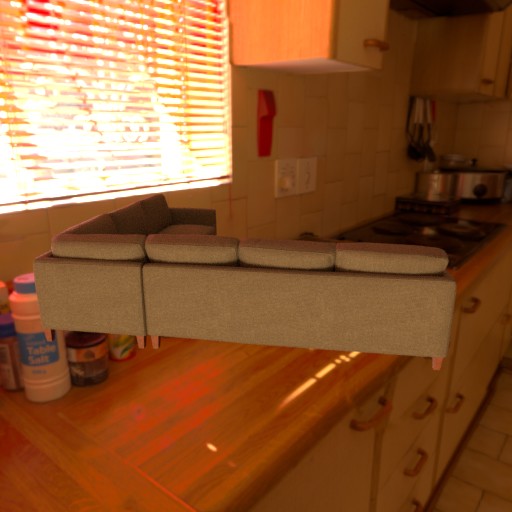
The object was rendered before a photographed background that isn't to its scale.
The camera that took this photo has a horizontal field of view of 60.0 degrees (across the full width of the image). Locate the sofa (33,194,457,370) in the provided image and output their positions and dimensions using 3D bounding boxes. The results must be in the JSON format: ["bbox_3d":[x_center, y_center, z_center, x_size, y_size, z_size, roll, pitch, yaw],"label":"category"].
[{"bbox_3d":[0.000,0.000,4.596,3.302,0.947,2.593,2,16,8],"label":"sofa"}]
